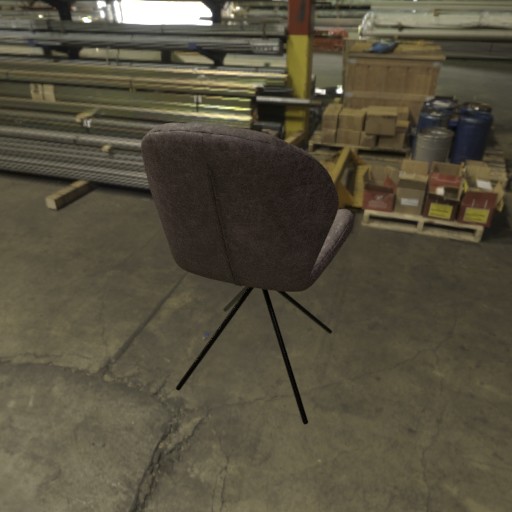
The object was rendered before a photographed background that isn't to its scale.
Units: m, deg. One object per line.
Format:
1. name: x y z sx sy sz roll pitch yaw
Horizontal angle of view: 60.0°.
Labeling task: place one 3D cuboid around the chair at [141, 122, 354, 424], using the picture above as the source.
1. chair: 0.000 0.000 1.319 0.527 0.934 0.640 10 33 15
